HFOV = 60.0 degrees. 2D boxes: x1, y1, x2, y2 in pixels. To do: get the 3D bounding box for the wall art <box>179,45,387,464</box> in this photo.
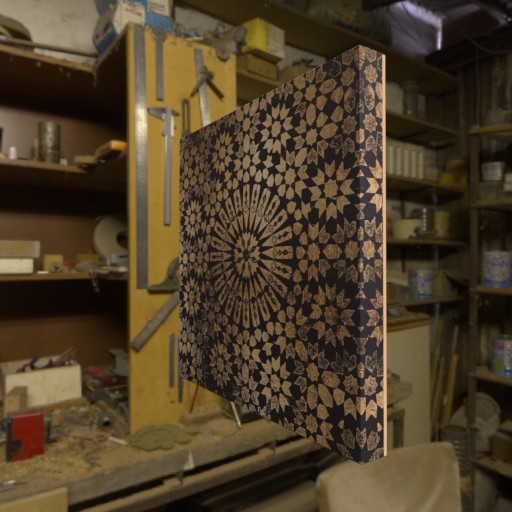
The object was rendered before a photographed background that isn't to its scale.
[{"bbox_3d":[0.000,0.000,0.603,0.038,0.405,0.405,1,-1,-35],"label":"wall art"}]
